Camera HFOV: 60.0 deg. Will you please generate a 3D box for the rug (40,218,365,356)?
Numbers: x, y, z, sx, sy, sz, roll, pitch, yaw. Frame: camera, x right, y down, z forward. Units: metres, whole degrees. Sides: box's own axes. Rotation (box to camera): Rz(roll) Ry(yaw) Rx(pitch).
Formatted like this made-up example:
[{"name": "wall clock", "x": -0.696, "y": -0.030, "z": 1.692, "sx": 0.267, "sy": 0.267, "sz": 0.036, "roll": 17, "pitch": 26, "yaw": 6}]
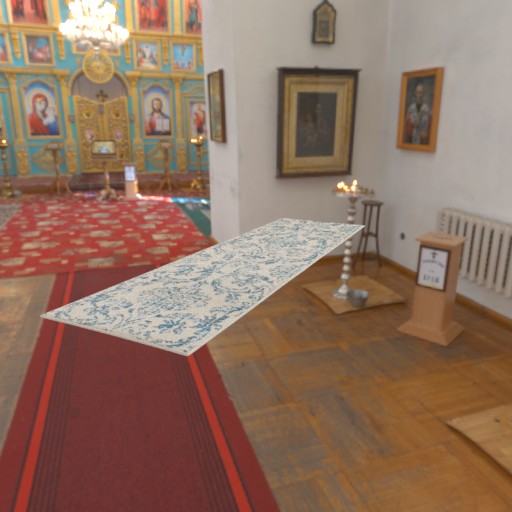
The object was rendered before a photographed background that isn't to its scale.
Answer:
[{"name": "rug", "x": 0.000, "y": 0.000, "z": 2.421, "sx": 0.662, "sy": 0.011, "sz": 2.196, "roll": 8, "pitch": 17, "yaw": 26}]
